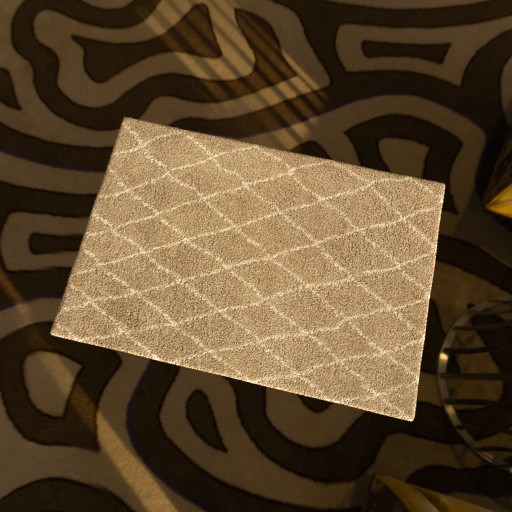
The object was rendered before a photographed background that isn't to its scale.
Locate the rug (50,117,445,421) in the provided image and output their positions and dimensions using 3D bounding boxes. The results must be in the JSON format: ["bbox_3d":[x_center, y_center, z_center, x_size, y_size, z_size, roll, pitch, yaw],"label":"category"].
[{"bbox_3d":[0.000,0.000,2.255,1.778,0.030,1.219,13,76,3],"label":"rug"}]
